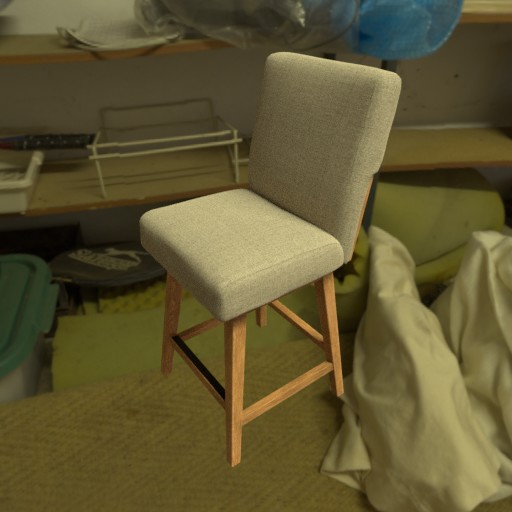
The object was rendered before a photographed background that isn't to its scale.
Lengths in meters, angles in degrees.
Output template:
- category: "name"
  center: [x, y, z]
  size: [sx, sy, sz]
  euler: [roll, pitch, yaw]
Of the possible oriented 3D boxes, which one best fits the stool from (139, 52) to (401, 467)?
- category: "stool"
  center: [0.000, 0.000, 1.282]
  size: [0.526, 1.010, 0.459]
  euler: [-21, 38, -30]
